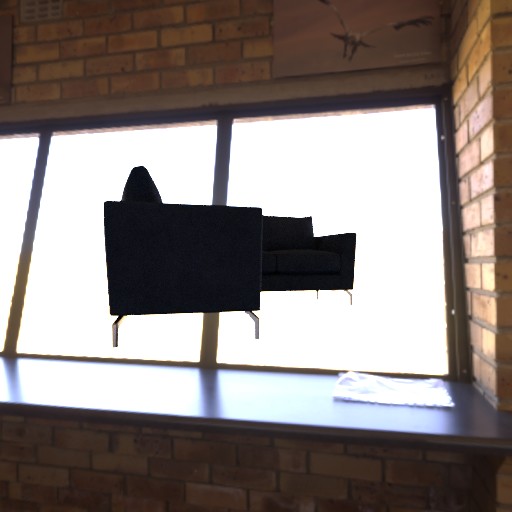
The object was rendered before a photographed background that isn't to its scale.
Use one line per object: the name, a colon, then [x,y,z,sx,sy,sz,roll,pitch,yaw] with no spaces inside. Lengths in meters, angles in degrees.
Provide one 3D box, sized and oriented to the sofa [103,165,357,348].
sofa: [0.000,0.000,3.779,2.463,0.988,2.472,0,-1,-19]
